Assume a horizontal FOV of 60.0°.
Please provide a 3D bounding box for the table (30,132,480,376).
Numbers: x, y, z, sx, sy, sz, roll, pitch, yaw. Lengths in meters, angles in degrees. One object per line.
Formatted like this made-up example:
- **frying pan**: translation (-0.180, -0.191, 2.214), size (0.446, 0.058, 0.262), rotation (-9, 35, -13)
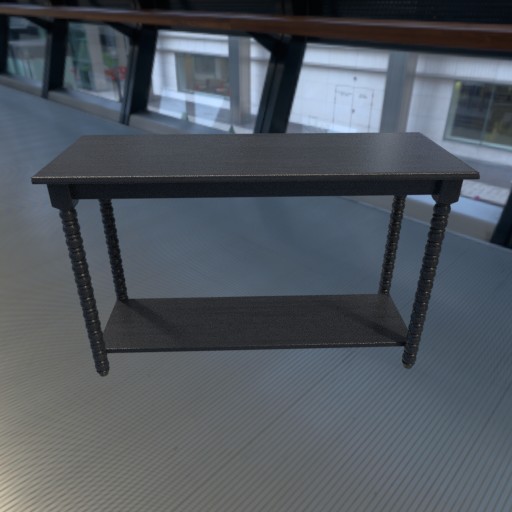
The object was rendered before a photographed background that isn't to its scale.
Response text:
- **table**: translation (0.000, 0.000, 1.533), size (1.184, 0.735, 0.459), rotation (-1, 29, -2)
